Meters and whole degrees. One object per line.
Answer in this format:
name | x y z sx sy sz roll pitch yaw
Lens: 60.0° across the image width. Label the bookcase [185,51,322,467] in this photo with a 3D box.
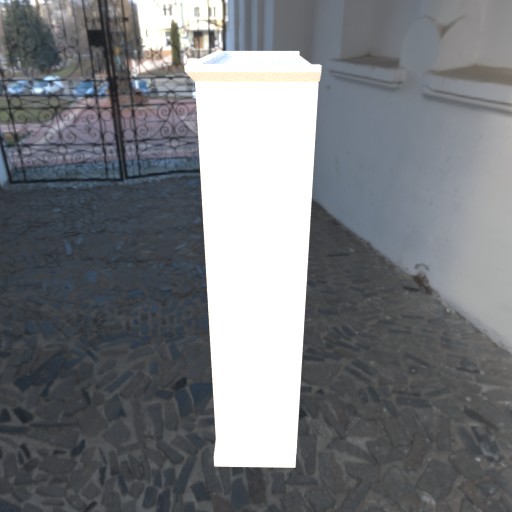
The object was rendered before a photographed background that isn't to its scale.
bookcase | 0.000 0.000 2.287 0.432 1.880 1.050 0 27 1
